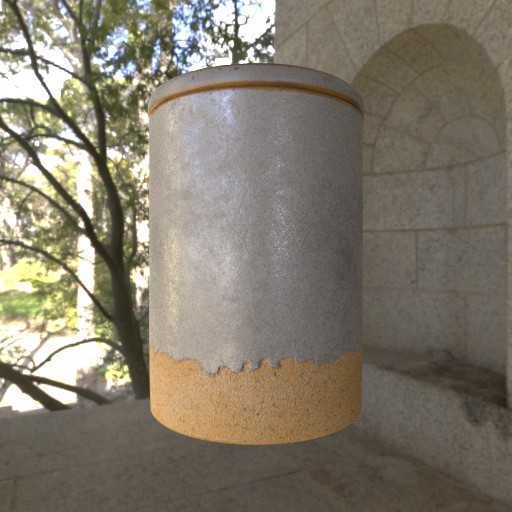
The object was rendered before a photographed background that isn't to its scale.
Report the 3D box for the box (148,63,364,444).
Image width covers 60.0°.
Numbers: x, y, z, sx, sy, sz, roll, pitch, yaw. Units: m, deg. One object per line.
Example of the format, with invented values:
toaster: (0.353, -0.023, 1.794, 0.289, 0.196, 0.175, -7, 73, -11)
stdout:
box: (0.000, 0.000, 0.248, 0.118, 0.168, 0.118, 0, -1, 0)
